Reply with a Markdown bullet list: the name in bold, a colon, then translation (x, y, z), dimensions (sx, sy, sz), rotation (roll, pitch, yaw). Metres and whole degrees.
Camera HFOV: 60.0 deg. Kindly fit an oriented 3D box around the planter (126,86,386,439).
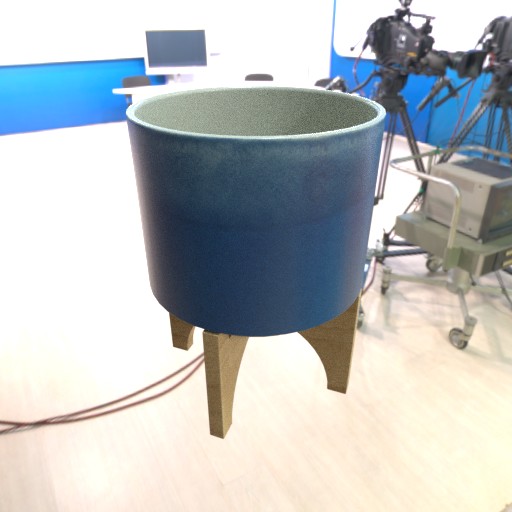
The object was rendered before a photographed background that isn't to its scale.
- **planter**: translation (0.000, 0.000, 0.401), dimensions (0.192, 0.263, 0.192), rotation (0, 29, 0)
